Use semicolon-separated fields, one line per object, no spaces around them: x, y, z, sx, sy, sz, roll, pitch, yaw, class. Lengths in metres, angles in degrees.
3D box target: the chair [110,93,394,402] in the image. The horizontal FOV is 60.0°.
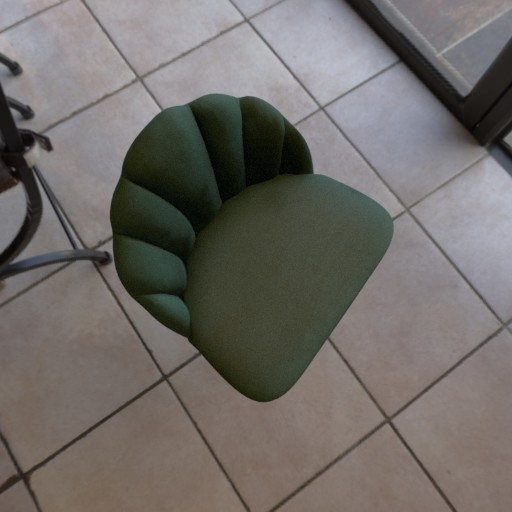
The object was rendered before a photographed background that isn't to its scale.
0.000;0.000;1.286;0.599;0.819;0.657;36;78;9;chair
